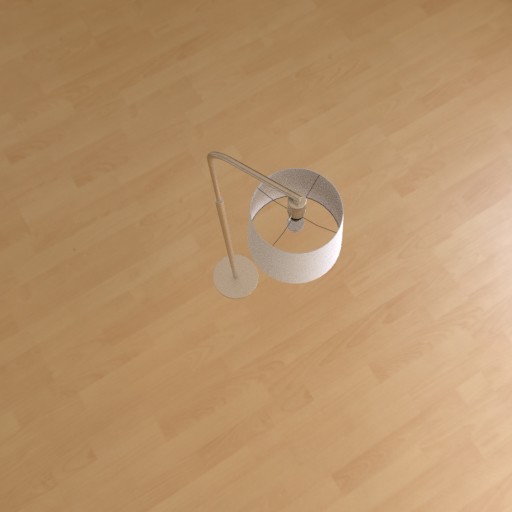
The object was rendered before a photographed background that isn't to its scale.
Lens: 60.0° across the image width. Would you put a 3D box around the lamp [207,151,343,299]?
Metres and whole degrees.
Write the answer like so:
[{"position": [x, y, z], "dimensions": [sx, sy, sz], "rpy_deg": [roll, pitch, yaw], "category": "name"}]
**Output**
[{"position": [0.000, 0.000, 1.681], "dimensions": [0.508, 1.478, 0.254], "rpy_deg": [32, 78, 8], "category": "lamp"}]
